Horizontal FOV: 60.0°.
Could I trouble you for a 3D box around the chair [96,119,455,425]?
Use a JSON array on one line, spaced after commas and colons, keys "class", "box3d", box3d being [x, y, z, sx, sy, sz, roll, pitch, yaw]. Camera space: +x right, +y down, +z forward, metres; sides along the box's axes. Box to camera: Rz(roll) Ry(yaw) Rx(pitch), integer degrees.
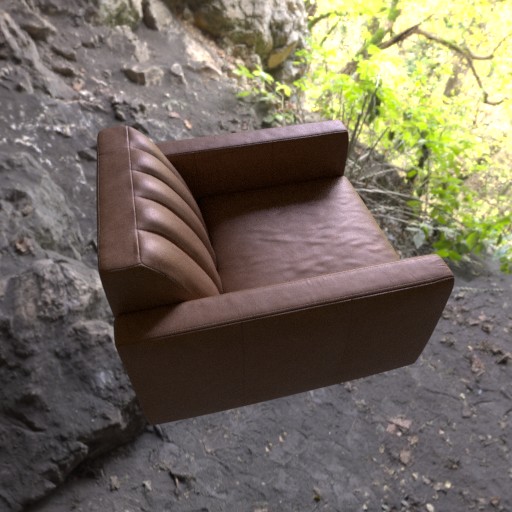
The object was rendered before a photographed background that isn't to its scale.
[{"class": "chair", "box3d": [0.000, 0.000, 1.650, 0.998, 0.819, 0.953, -10, 48, -10]}]
